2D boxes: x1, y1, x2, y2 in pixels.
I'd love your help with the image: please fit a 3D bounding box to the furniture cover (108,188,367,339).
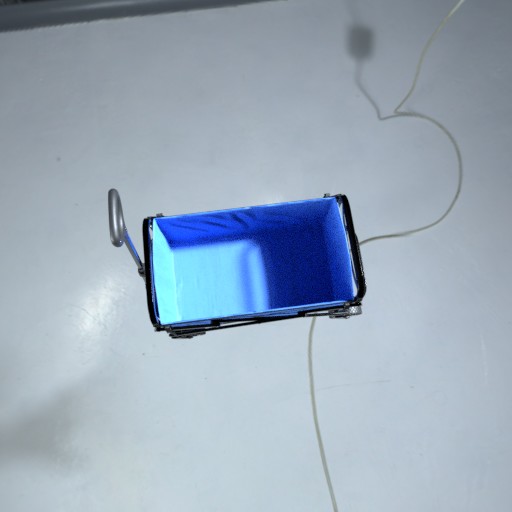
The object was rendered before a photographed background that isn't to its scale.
[{"bbox_3d":[0.000,0.000,1.772,1.038,1.295,0.532,-7,76,-2],"label":"furniture cover"}]
